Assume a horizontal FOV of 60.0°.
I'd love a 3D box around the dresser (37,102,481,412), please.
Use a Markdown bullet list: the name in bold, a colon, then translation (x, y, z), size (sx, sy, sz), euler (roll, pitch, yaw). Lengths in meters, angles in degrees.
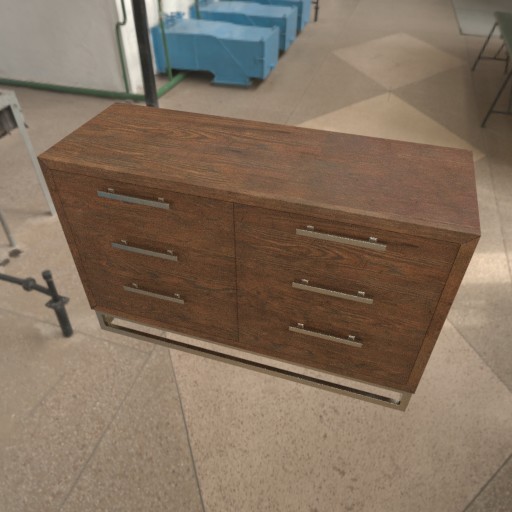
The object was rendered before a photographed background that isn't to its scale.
- **dresser**: translation (0.000, 0.000, 2.112), size (1.646, 1.061, 0.623), euler (12, 42, 13)
